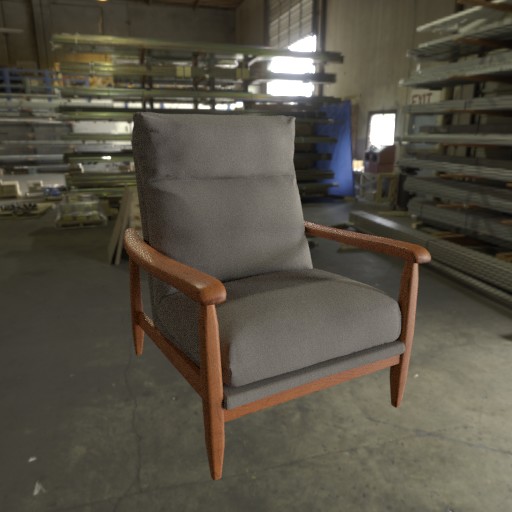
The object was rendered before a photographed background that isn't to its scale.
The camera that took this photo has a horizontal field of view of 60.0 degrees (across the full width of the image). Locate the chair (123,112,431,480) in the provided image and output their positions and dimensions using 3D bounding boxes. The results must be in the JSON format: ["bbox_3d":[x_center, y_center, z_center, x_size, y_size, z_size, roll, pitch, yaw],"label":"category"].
[{"bbox_3d":[0.000,0.000,1.477,0.782,0.922,0.816,-8,18,-28],"label":"chair"}]
